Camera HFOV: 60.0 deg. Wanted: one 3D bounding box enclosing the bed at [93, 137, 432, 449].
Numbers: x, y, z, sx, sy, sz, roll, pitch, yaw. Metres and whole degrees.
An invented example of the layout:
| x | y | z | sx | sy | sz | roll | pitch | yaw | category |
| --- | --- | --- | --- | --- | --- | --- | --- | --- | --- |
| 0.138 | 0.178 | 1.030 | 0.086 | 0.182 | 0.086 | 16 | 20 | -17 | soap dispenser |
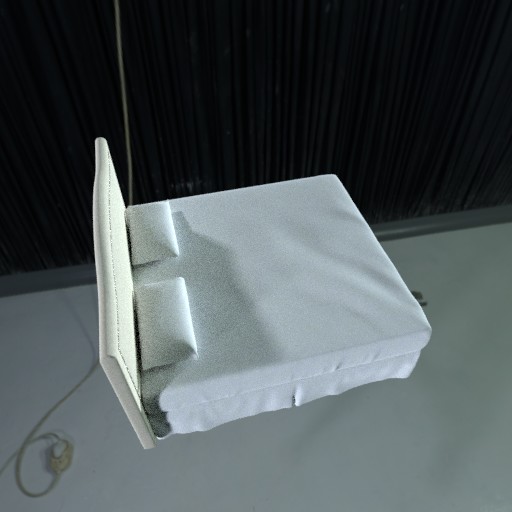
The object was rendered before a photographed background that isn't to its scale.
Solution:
| x | y | z | sx | sy | sz | roll | pitch | yaw | category |
| --- | --- | --- | --- | --- | --- | --- | --- | --- | --- |
| 0.000 | 0.000 | 3.534 | 2.182 | 1.421 | 2.083 | -11 | 48 | -10 | bed |
